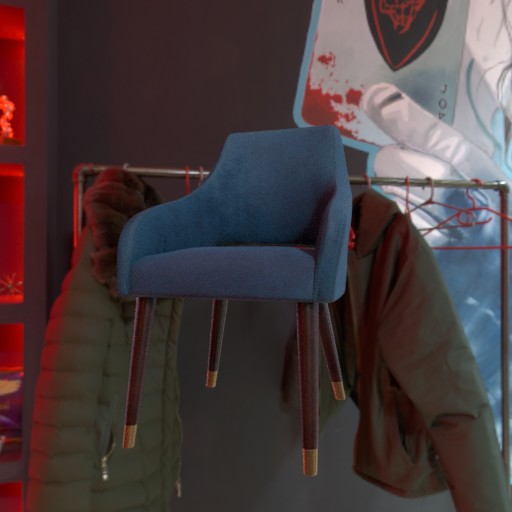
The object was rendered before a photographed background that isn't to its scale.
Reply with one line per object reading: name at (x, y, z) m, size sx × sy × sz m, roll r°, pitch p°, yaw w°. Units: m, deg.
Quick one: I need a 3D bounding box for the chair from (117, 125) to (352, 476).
chair at (0.000, 0.000, 1.545) m, size 0.683 × 1.081 × 0.794 m, roll 0°, pitch 0°, yaw 17°
